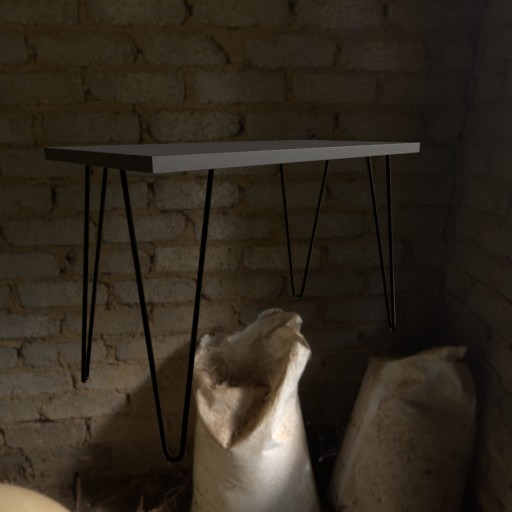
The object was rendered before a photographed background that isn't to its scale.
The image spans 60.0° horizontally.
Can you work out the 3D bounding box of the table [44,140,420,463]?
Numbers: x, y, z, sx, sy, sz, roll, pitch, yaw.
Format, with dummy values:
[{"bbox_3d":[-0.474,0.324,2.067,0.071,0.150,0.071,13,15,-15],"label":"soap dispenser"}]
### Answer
[{"bbox_3d":[0.000,0.000,1.357,0.991,0.660,0.499,-15,22,-42],"label":"table"}]
